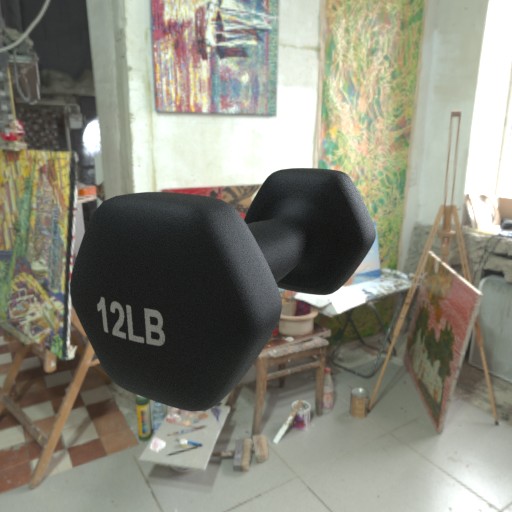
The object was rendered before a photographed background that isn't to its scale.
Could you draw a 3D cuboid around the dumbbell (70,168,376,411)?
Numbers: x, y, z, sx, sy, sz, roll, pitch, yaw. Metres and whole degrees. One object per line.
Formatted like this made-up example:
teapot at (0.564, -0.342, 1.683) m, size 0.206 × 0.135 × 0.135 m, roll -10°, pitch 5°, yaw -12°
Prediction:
dumbbell at (0.000, 0.000, 0.291) m, size 0.112 × 0.101 × 0.231 m, roll 8°, pitch 17°, yaw 28°
